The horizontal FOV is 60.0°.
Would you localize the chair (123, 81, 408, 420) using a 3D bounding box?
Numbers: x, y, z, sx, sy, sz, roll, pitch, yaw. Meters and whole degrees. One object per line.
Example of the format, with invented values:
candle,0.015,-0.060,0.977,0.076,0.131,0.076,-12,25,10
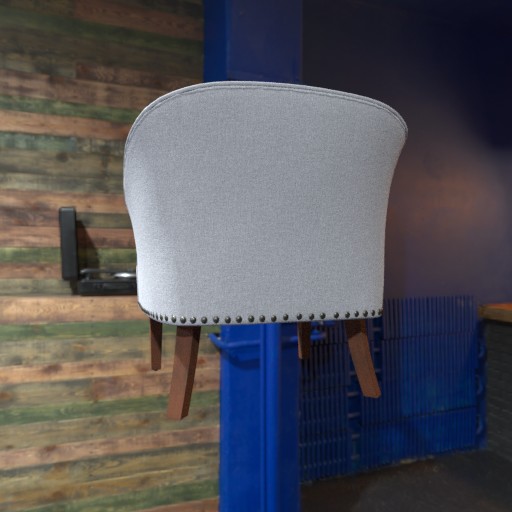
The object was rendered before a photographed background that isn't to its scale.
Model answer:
chair,0.000,0.000,1.386,0.798,0.815,0.704,0,-1,-18
